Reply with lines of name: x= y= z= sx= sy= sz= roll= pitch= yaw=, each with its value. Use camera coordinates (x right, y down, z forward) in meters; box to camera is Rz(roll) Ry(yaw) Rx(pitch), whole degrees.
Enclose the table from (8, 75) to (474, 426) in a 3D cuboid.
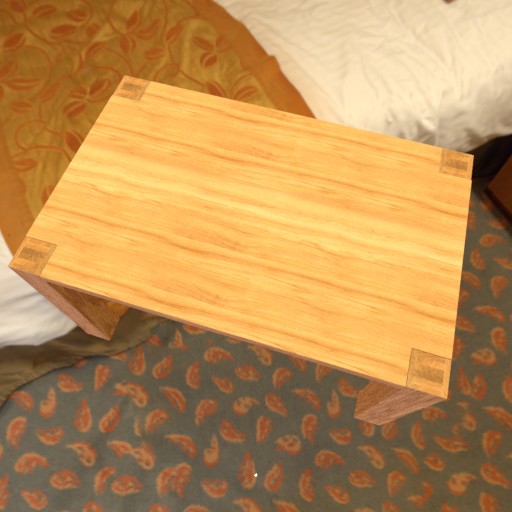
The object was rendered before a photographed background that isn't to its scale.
table: x=0.000 y=0.000 z=1.866 sx=1.400 sy=0.760 sz=0.900 roll=15 pitch=65 yaw=7
